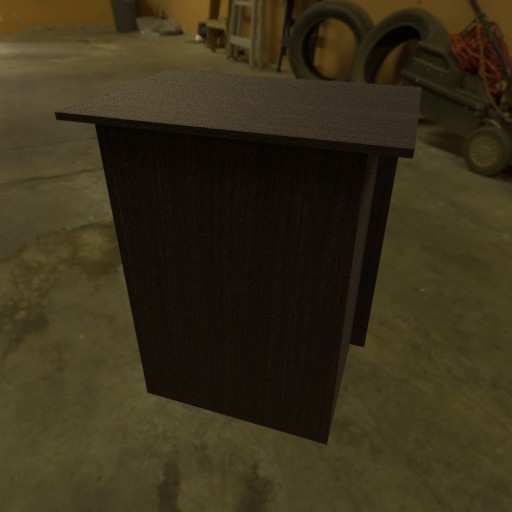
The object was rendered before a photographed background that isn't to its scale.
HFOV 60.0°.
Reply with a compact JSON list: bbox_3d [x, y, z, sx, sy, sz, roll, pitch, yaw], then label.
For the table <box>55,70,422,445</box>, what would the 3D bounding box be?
[{"bbox_3d":[0.000,0.000,1.032,0.591,0.711,0.406,10,34,16],"label":"table"}]
